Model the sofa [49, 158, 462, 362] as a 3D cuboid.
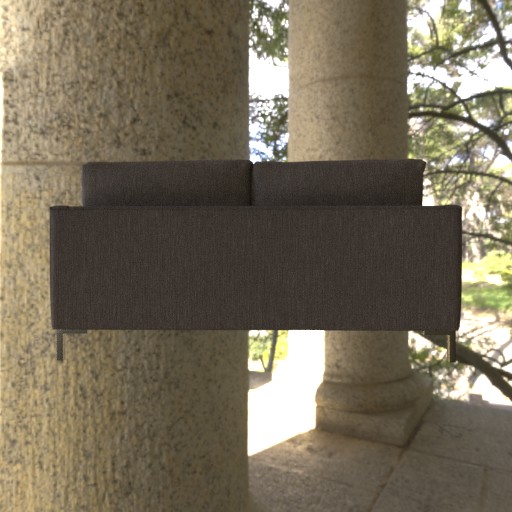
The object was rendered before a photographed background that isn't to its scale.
[{"bbox_3d":[0.000,0.000,2.195,1.682,0.840,0.875,0,0,1],"label":"sofa"}]
